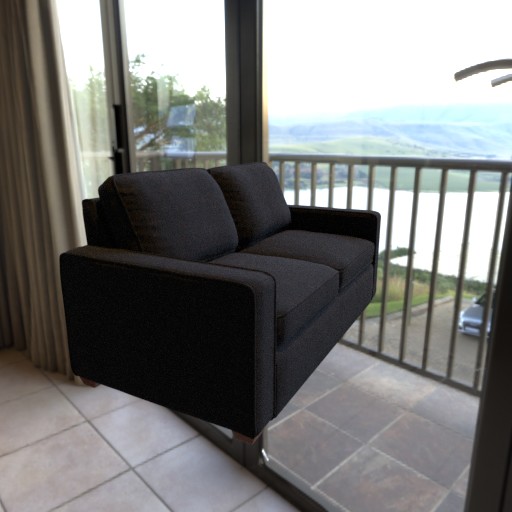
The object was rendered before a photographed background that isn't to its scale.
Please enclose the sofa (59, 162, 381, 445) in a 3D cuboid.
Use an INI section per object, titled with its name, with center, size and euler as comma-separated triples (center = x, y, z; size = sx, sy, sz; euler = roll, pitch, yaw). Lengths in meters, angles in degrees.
[sofa]
center = 0.000, 0.000, 2.337
size = 0.947, 0.918, 1.709
euler = 8, 17, 27
